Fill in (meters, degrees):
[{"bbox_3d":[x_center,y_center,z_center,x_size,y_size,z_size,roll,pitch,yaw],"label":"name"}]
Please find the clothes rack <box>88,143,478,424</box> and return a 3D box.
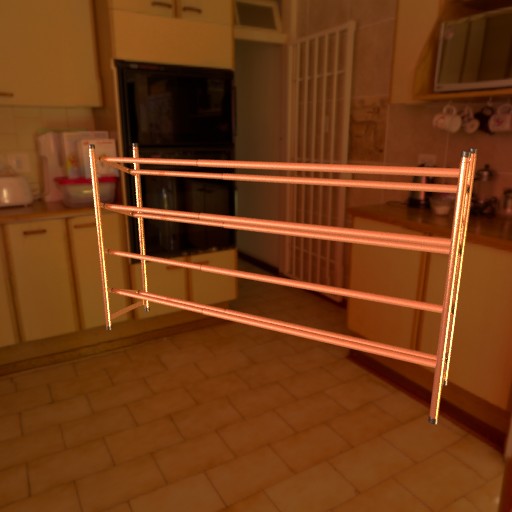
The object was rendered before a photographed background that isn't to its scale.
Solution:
[{"bbox_3d":[0.000,0.000,1.393,1.168,0.672,0.229,8,18,28],"label":"clothes rack"}]
